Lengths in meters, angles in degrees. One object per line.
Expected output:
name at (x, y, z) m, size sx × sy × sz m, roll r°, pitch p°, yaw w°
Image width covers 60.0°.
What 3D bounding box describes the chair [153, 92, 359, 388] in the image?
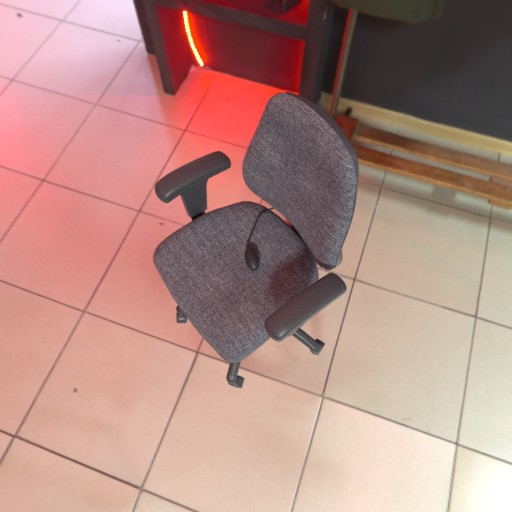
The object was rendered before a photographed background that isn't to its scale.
chair at (0.000, 0.000, 1.255) m, size 0.530 × 0.910 × 0.550 m, roll -35°, pitch 69°, yaw -16°
